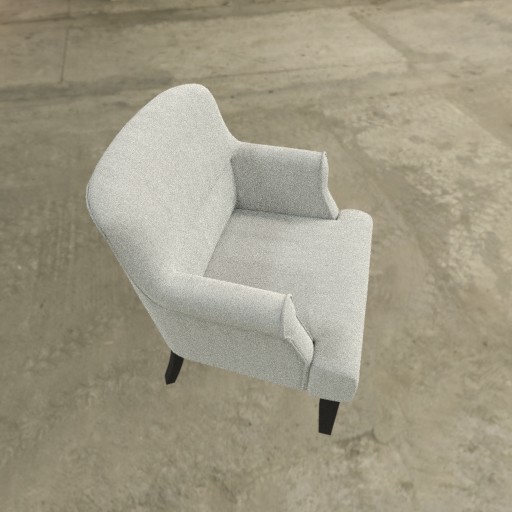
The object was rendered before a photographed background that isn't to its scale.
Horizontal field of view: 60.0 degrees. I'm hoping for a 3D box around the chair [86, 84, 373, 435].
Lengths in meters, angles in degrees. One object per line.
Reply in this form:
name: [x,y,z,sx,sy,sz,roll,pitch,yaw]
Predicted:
chair: [0.000,0.000,1.461,0.750,0.875,0.781,10,46,10]
